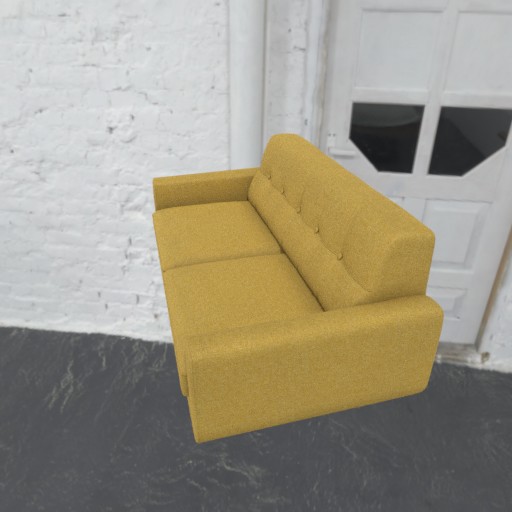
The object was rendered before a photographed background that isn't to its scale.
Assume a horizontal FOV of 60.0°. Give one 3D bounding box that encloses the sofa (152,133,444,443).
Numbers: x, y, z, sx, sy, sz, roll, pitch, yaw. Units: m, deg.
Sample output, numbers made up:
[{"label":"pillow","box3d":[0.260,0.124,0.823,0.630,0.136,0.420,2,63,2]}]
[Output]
[{"label":"sofa","box3d":[0.000,0.000,2.155,0.909,0.841,1.631,-8,30,-13]}]
